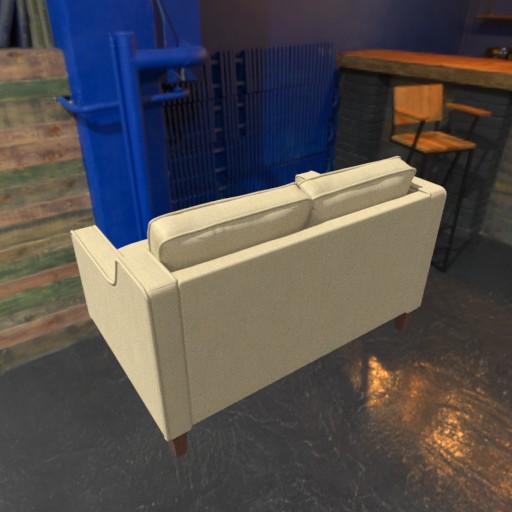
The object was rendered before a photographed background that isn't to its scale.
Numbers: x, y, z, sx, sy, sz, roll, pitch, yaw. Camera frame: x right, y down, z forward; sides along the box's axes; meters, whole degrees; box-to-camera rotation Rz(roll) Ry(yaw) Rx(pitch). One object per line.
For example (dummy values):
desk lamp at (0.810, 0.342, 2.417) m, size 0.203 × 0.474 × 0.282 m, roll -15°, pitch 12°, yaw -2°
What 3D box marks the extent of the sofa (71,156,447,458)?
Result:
sofa at (0.000, 0.000, 2.212) m, size 1.501 × 0.971 × 0.987 m, roll -19°, pitch 35°, yaw -30°
